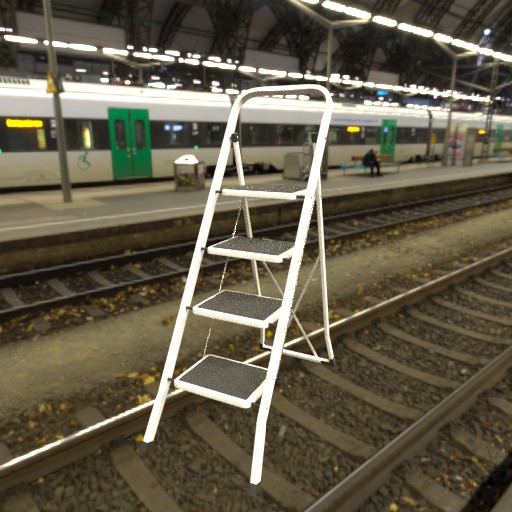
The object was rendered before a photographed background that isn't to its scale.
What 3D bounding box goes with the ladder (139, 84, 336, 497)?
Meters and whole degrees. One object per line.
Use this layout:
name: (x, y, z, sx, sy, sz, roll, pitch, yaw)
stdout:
ladder: (0.000, 0.000, 1.693, 0.460, 1.265, 0.914, 8, 17, 26)
